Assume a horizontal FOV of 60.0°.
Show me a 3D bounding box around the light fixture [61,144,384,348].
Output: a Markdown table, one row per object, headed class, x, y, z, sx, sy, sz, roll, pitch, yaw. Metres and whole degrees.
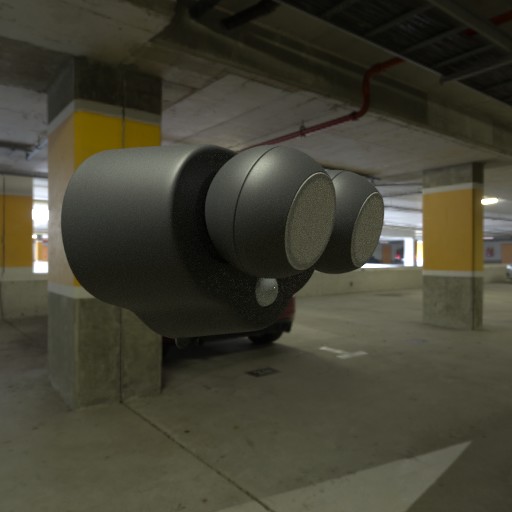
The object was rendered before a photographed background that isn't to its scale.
| class | x | y | z | sx | sy | sz | roll | pitch | yaw |
| --- | --- | --- | --- | --- | --- | --- | --- | --- | --- |
| light fixture | 0.000 | 0.000 | 0.340 | 0.159 | 0.159 | 0.229 | 0 | 0 | 34 |
